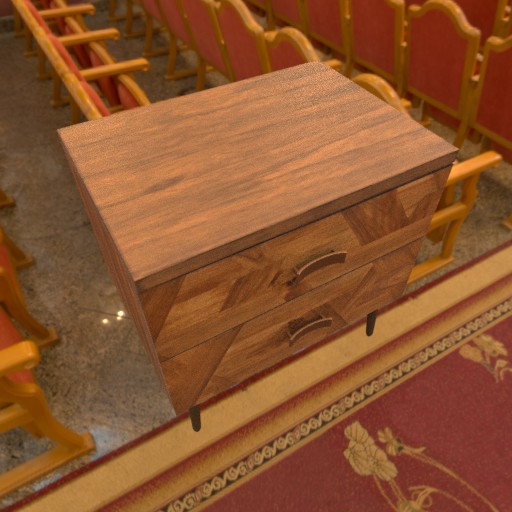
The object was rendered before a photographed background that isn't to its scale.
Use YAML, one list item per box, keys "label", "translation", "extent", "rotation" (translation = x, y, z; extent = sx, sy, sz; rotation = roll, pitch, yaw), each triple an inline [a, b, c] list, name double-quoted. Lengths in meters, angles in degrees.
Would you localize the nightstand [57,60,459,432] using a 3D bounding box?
- label: "nightstand"
  translation: [0.000, 0.000, 1.034]
  extent: [0.610, 0.610, 0.458]
  rotation: [-23, 51, -20]
